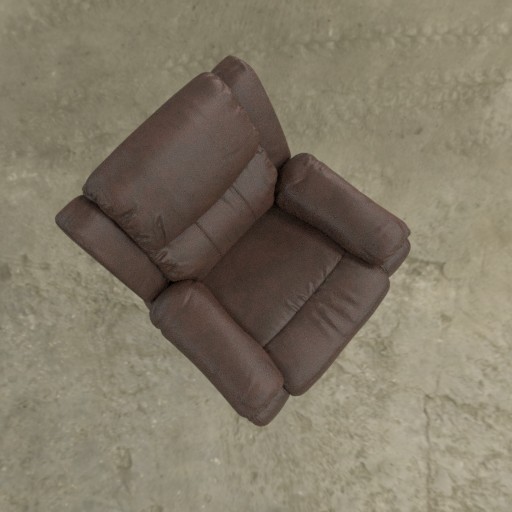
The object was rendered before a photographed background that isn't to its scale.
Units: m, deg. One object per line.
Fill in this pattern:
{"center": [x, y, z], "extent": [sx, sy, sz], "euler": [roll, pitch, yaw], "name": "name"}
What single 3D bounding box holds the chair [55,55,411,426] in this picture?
{"center": [0.000, 0.000, 1.238], "extent": [0.707, 0.702, 0.680], "euler": [41, 78, 10], "name": "chair"}
